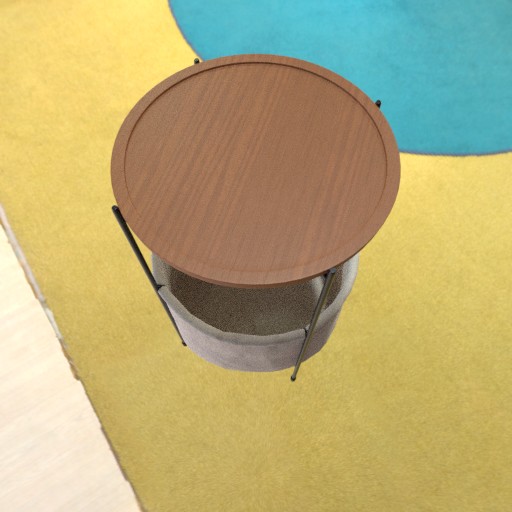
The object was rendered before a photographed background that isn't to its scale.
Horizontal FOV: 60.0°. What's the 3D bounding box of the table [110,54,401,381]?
[{"bbox_3d":[0.000,0.000,0.871,0.393,0.623,0.393,16,64,8],"label":"table"}]
